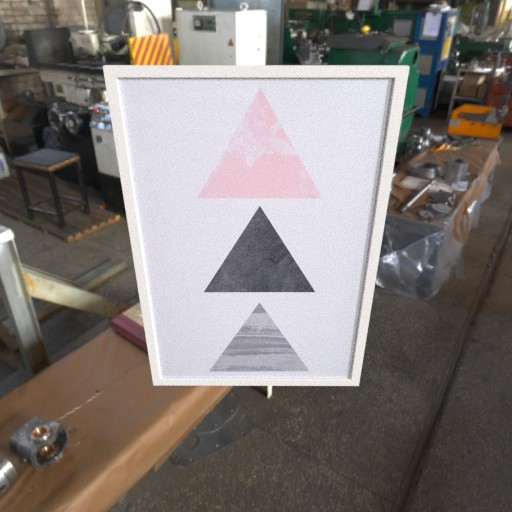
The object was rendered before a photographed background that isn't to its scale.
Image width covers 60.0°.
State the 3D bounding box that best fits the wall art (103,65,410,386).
[{"bbox_3d":[0.000,0.000,0.826,0.456,0.656,0.013,0,30,0],"label":"wall art"}]
